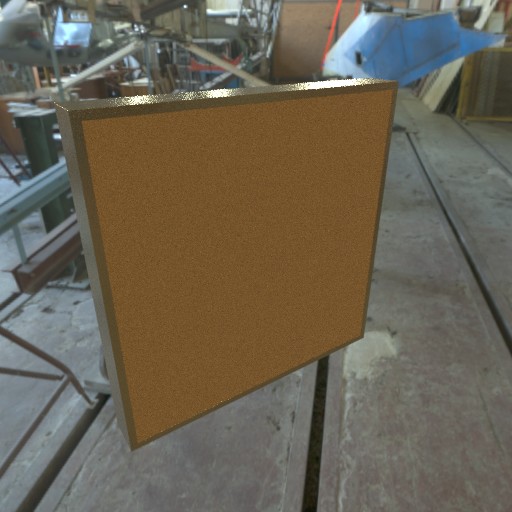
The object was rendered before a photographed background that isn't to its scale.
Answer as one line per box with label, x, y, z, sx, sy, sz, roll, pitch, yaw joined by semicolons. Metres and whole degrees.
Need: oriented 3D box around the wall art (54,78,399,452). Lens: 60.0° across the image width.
wall art;0.000;0.000;0.431;0.304;0.304;0.038;-17;32;-30
